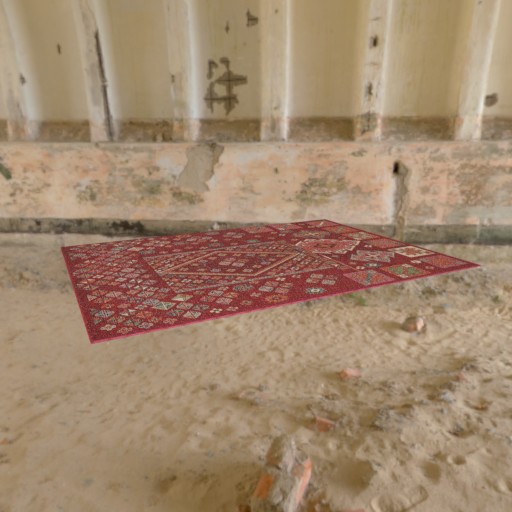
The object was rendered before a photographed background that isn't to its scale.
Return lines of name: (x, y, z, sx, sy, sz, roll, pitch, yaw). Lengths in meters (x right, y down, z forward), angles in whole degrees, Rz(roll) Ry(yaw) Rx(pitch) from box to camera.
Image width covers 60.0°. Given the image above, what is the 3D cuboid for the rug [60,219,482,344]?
rug: (0.000, 0.000, 4.251, 3.306, 0.011, 2.389, -8, 18, -26)
